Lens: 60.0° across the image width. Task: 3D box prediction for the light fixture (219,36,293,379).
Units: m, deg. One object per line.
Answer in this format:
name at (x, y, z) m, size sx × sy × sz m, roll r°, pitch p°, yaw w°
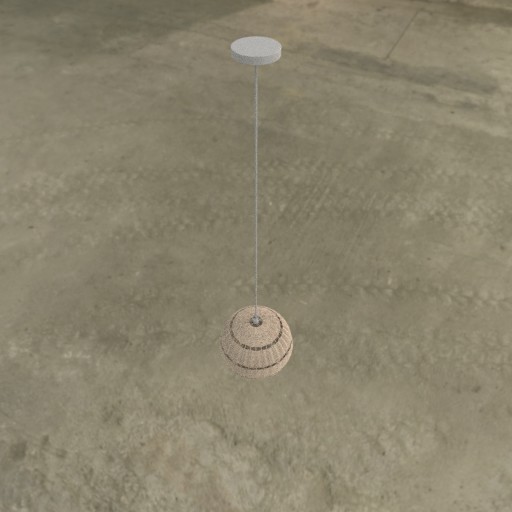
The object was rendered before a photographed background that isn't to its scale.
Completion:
light fixture at (0.000, 0.000, 2.198) m, size 0.457 × 2.019 × 0.457 m, roll -28°, pitch 53°, yaw -24°
